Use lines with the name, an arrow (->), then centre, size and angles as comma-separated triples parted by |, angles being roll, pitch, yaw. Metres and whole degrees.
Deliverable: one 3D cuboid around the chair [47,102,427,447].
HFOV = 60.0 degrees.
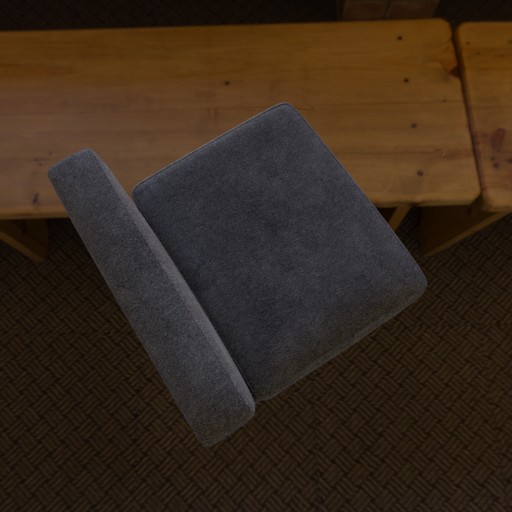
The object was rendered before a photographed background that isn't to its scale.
chair -> 0.000, 0.000, 1.228 | 0.680, 0.660, 0.680 | -32, 77, -8
